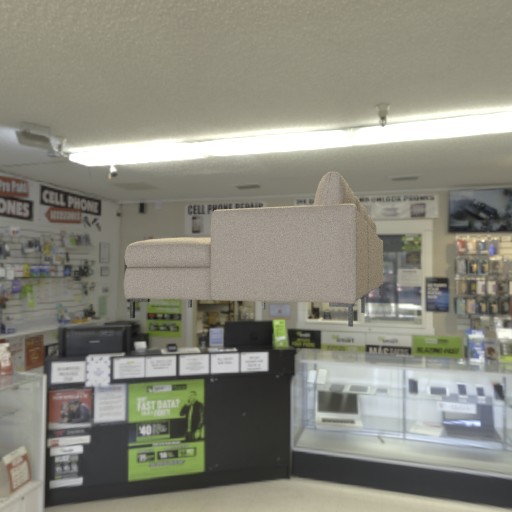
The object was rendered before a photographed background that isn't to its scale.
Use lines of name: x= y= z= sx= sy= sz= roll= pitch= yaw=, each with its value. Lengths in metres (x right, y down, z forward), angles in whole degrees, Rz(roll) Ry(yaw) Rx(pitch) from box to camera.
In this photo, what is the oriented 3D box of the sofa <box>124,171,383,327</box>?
sofa: x=0.000 y=0.000 z=3.603 sx=1.879 sy=0.756 sz=2.737 roll=-1 pitch=-2 yaw=19
